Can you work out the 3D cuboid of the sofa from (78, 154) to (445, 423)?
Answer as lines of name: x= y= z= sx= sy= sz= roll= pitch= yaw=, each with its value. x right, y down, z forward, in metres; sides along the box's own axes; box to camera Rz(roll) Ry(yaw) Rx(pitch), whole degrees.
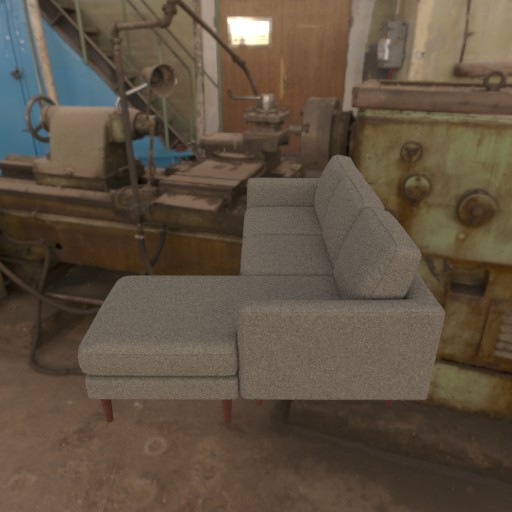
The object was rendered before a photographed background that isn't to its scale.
sofa: x=0.000 y=0.000 z=2.934 sx=1.667 sy=0.957 sz=2.055 roll=0 pitch=26 yaw=0
